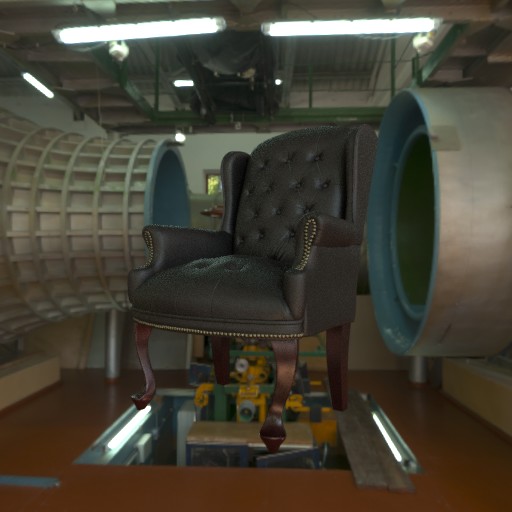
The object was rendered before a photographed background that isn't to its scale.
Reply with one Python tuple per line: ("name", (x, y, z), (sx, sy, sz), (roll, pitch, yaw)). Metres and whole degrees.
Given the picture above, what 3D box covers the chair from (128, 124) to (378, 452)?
("chair", (0.000, 0.000, 1.714), (0.831, 1.133, 0.822), (-1, -1, 37))
